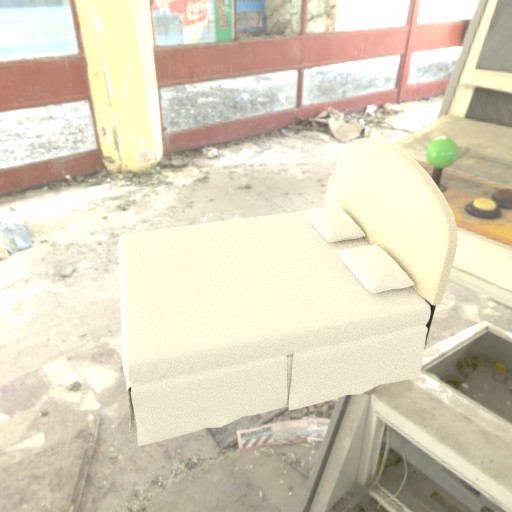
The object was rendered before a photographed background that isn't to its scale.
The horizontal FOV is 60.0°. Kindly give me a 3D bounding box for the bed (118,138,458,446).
[{"bbox_3d":[0.000,0.000,3.135,2.005,1.410,1.607,-8,33,-13],"label":"bed"}]
